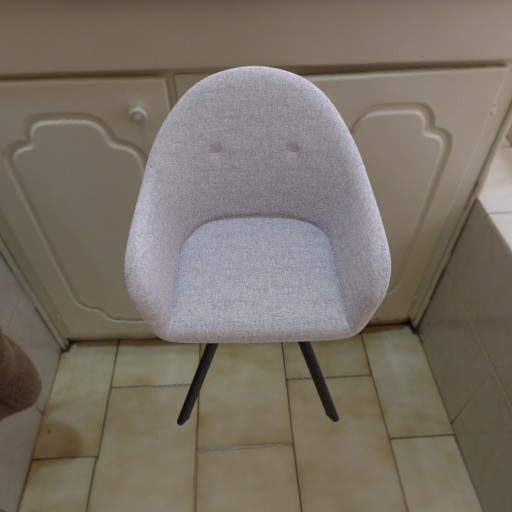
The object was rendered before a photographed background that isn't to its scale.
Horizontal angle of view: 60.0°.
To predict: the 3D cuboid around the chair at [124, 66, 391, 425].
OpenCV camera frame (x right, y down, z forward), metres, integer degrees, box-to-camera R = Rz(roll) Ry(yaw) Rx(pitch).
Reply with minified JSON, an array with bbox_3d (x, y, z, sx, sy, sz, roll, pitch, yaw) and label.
[{"bbox_3d":[0.000,0.000,1.170,0.540,0.780,0.570,-1,46,-1],"label":"chair"}]
